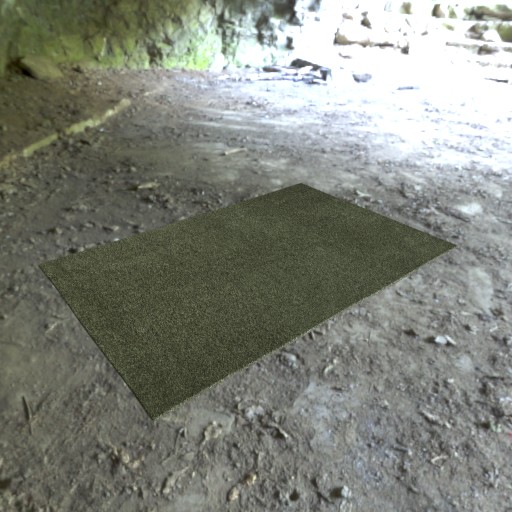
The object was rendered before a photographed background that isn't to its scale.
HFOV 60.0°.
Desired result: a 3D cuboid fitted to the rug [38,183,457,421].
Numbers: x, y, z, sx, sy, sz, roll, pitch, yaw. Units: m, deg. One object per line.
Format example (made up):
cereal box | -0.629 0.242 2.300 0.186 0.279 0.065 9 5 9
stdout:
rug | 0.000 0.000 3.417 2.699 0.026 1.802 -22 37 -33
